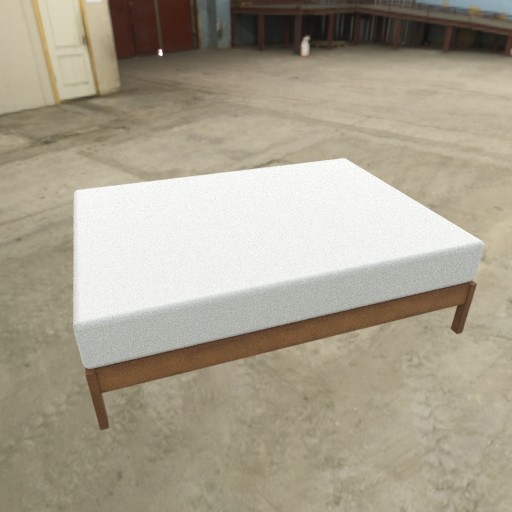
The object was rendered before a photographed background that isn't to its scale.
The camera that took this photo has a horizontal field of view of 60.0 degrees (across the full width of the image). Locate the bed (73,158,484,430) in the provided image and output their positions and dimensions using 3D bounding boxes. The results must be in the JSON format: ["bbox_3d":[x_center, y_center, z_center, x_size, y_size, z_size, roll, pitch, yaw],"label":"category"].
[{"bbox_3d":[0.000,0.000,2.778,2.050,0.593,1.529,-10,32,-17],"label":"bed"}]
